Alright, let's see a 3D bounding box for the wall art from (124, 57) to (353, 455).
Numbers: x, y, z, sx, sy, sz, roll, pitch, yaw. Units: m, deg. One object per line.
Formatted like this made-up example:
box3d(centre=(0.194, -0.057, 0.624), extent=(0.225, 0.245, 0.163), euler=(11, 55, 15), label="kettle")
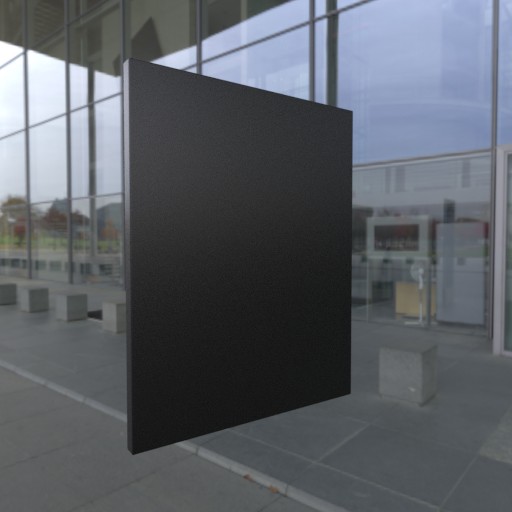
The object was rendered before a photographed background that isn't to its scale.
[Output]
box3d(centre=(0.000, 0.000, 1.619), extent=(0.950, 1.194, 0.053), euler=(-1, 2, -35), label="wall art")
